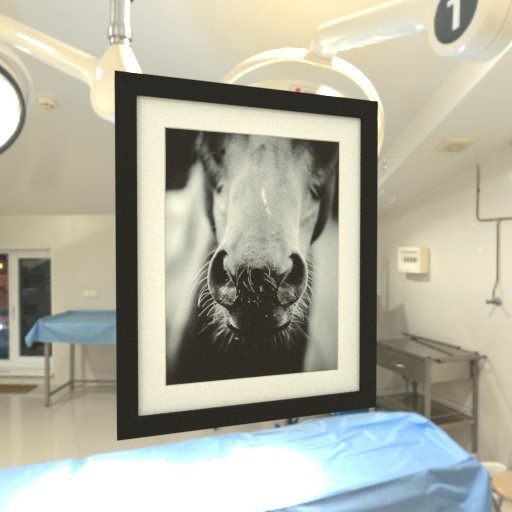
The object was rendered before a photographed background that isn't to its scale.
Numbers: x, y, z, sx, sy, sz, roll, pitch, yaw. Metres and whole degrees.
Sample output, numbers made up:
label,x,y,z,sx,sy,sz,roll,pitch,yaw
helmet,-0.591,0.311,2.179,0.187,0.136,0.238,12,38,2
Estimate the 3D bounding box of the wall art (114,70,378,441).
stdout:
label,x,y,z,sx,sy,sz,roll,pitch,yaw
wall art,0.000,0.000,0.545,0.329,0.404,0.024,0,1,-18
